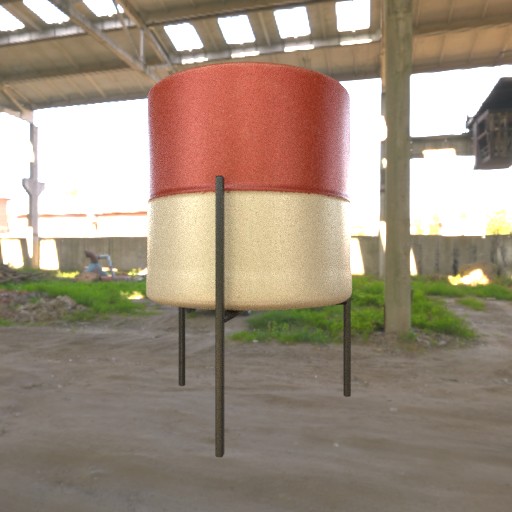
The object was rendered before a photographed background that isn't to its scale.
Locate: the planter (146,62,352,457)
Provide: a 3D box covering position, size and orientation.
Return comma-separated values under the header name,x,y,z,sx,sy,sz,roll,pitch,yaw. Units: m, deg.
name,x,y,z,sx,sy,sz,roll,pitch,yaw
planter,0.000,0.000,0.521,0.251,0.354,0.235,0,0,-18
